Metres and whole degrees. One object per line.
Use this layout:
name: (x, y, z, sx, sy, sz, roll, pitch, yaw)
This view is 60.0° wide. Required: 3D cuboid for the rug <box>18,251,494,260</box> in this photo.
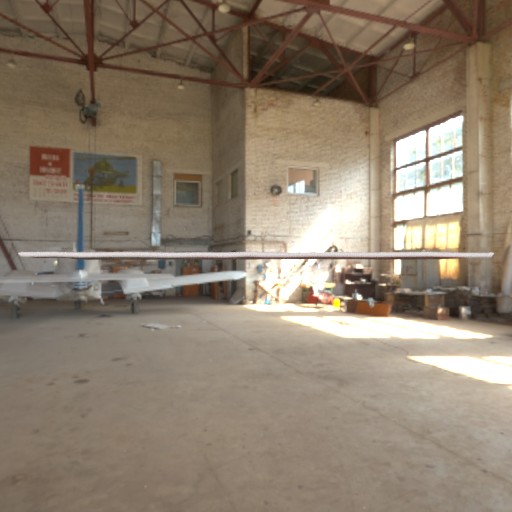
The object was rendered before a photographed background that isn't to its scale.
rug: (0.000, 0.000, 2.621, 2.381, 0.035, 0.832, 0, -1, 0)
